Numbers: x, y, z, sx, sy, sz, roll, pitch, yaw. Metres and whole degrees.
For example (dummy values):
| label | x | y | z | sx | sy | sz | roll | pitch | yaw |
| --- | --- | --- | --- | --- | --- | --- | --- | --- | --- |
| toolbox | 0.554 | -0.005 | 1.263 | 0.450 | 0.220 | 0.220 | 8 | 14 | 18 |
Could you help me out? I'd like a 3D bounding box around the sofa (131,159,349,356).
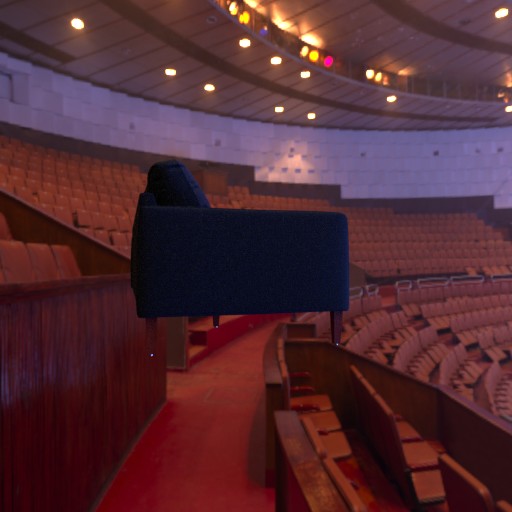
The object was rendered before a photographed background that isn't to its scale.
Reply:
| label | x | y | z | sx | sy | sz | roll | pitch | yaw |
| --- | --- | --- | --- | --- | --- | --- | --- | --- | --- |
| sofa | 0.000 | 0.000 | 3.003 | 1.613 | 0.841 | 2.185 | 0 | -1 | -16 |
